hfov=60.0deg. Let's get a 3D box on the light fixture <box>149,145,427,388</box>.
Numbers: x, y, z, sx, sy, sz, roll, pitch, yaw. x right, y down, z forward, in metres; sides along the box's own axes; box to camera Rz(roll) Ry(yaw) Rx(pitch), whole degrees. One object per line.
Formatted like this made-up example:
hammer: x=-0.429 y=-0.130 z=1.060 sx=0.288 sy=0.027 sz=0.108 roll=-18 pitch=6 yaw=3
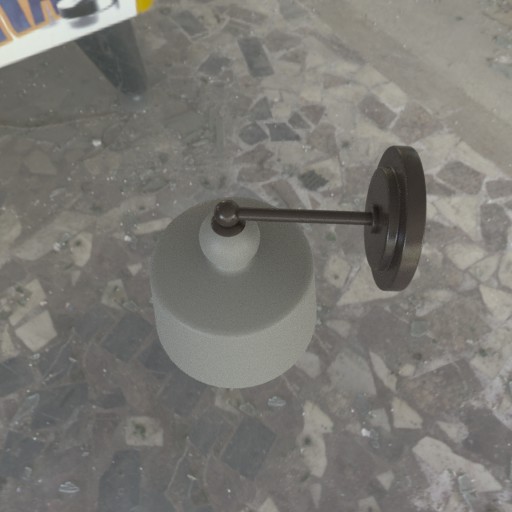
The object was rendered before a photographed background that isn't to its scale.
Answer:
light fixture: x=0.000 y=0.000 z=0.452 sx=0.254 sy=0.268 sz=0.204 roll=2 pitch=59 yaw=1
